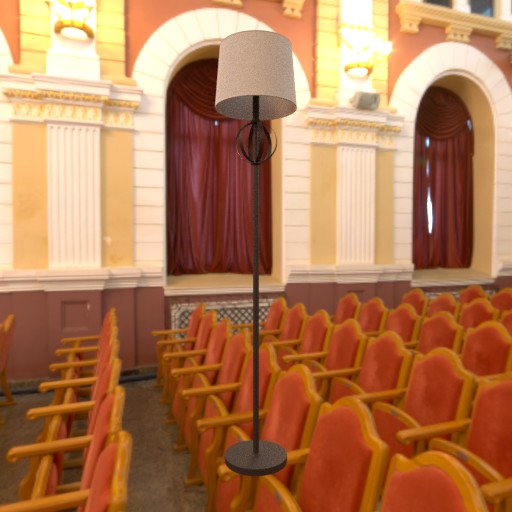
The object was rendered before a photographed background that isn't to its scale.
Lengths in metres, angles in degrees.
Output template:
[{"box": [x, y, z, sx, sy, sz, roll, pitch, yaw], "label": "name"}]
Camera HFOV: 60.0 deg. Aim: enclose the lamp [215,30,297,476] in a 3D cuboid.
[{"box": [0.000, 0.000, 1.570, 0.286, 1.462, 0.286, 0, 1, -18], "label": "lamp"}]
